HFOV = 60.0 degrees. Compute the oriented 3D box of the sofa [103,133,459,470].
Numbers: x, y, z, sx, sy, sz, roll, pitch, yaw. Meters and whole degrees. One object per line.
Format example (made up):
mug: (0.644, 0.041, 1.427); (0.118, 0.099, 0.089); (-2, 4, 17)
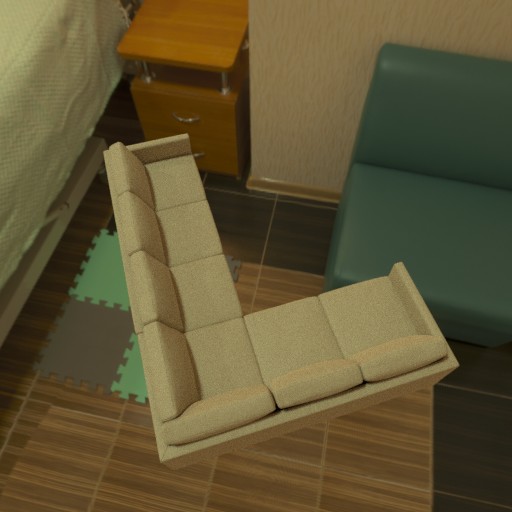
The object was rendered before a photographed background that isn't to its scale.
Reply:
sofa: (0.000, 0.000, 4.320); (2.432, 0.863, 3.182); (-15, 60, -9)
